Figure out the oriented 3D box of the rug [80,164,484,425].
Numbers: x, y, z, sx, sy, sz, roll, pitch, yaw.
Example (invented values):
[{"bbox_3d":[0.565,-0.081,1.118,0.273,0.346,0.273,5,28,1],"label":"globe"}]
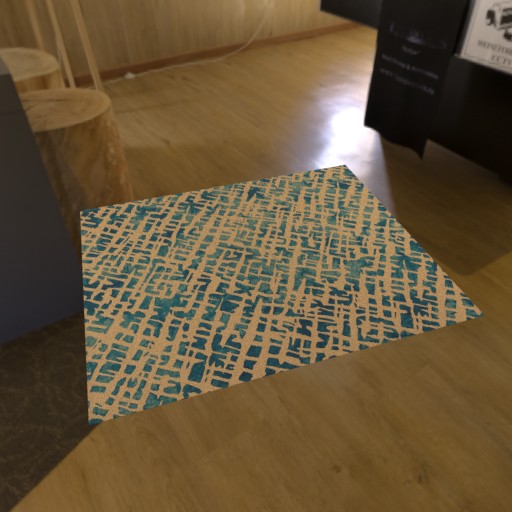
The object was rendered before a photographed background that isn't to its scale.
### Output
[{"bbox_3d":[0.000,0.000,4.020,3.007,0.007,2.435,-12,43,-13],"label":"rug"}]
